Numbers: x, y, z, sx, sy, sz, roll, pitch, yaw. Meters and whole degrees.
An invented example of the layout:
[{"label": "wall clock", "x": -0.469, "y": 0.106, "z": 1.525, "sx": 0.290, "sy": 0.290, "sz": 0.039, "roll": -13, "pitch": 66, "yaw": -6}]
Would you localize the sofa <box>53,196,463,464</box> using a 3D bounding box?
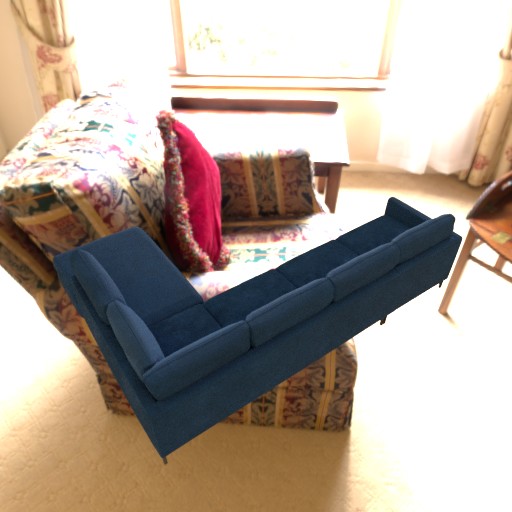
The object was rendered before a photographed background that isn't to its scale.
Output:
[{"label": "sofa", "x": 0.000, "y": 0.000, "z": 3.260, "sx": 2.486, "sy": 0.687, "sz": 1.707, "roll": -25, "pitch": 46, "yaw": -26}]
